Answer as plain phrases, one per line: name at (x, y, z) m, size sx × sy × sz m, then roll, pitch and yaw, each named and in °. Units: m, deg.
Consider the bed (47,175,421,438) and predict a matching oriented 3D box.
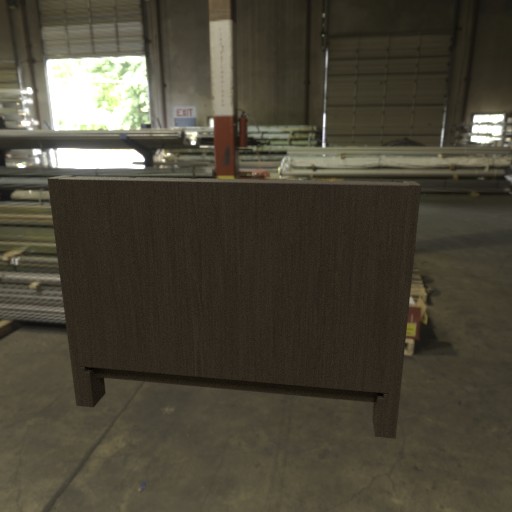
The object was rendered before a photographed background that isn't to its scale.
bed at (0.000, 0.000, 3.120) m, size 1.735 × 1.261 × 1.992 m, roll 3°, pitch 16°, yaw 9°
